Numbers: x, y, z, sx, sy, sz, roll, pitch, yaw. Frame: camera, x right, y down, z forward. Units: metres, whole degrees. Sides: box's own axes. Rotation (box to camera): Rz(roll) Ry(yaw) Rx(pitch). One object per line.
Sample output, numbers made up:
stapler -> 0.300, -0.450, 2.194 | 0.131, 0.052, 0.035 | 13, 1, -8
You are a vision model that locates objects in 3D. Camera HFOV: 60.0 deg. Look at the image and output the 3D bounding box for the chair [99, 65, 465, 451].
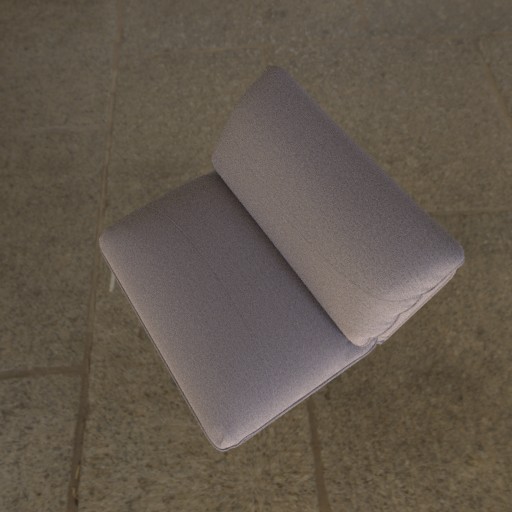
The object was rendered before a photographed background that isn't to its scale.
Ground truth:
chair -> 0.000, 0.000, 1.341 | 0.780, 0.580, 0.820 | -31, 67, -15
